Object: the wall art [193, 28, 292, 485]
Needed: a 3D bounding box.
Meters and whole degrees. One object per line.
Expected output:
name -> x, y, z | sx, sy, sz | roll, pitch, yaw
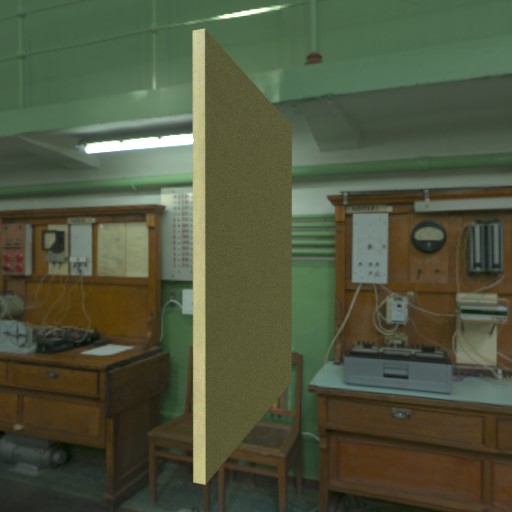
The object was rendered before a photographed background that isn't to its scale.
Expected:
wall art -> 0.000, 0.000, 1.357 | 0.030, 1.002, 0.798 | 0, 1, 18
